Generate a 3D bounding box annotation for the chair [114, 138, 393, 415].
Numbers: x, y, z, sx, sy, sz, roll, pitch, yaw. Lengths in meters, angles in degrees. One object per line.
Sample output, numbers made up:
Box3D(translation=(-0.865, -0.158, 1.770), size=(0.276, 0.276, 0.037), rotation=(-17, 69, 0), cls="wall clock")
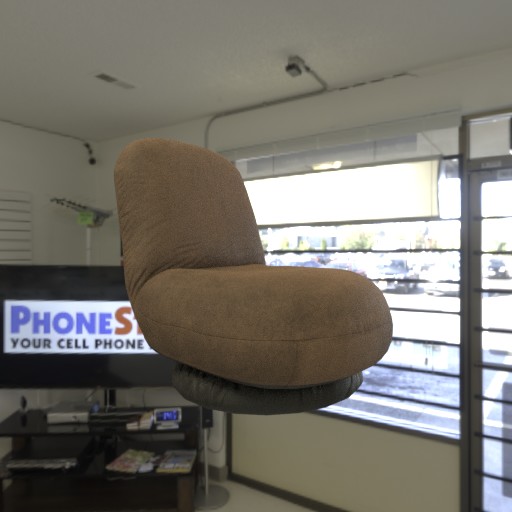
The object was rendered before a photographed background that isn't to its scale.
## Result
Box3D(translation=(0.000, 0.000, 1.038), size=(0.597, 0.594, 0.521), rotation=(0, 0, 36), cls="chair")
